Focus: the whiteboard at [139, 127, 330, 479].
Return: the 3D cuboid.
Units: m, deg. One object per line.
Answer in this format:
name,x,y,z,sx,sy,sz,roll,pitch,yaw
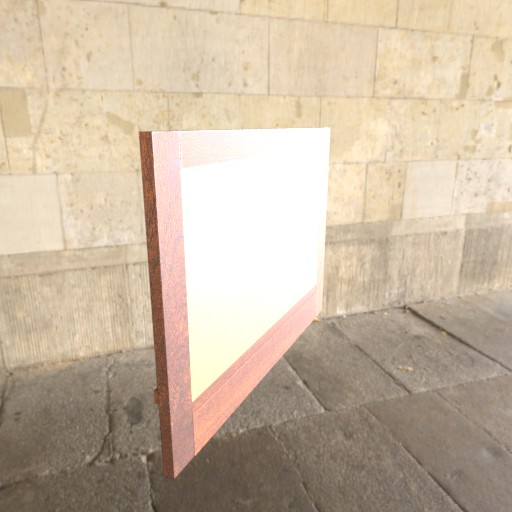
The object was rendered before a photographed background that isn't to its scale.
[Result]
whiteboard,0.000,0.000,1.013,0.083,0.559,0.783,8,18,25
